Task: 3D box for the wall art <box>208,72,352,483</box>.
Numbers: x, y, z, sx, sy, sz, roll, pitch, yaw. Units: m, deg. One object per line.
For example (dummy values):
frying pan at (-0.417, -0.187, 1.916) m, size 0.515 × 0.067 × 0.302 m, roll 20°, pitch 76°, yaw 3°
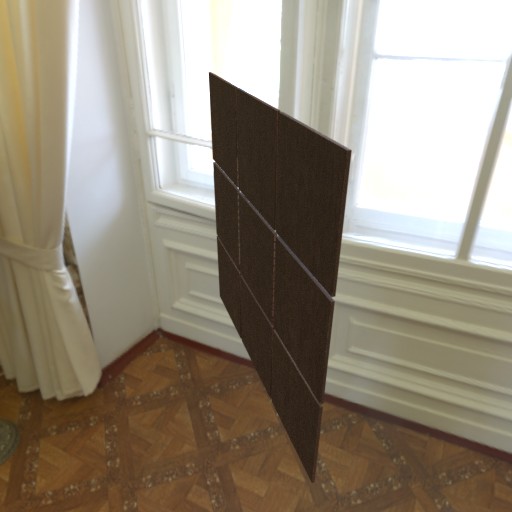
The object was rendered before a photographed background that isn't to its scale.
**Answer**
wall art at (0.000, 0.000, 2.228) m, size 0.014 × 1.525 × 1.527 m, roll -10°, pitch 32°, yaw -17°
